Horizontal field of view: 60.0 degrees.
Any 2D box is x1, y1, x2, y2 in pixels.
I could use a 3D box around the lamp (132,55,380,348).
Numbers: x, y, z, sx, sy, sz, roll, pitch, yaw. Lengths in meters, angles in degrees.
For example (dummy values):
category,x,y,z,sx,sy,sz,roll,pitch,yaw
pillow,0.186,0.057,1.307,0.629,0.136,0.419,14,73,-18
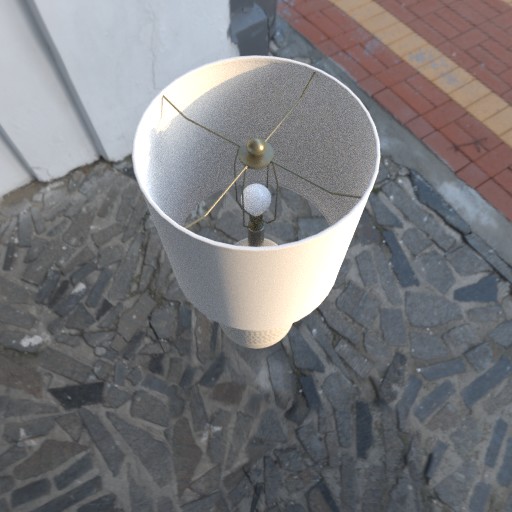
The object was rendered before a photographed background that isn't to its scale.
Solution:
category,x,y,z,sx,sy,sz,roll,pitch,yaw
lamp,0.000,0.000,0.512,0.188,0.392,0.188,-16,65,-8
